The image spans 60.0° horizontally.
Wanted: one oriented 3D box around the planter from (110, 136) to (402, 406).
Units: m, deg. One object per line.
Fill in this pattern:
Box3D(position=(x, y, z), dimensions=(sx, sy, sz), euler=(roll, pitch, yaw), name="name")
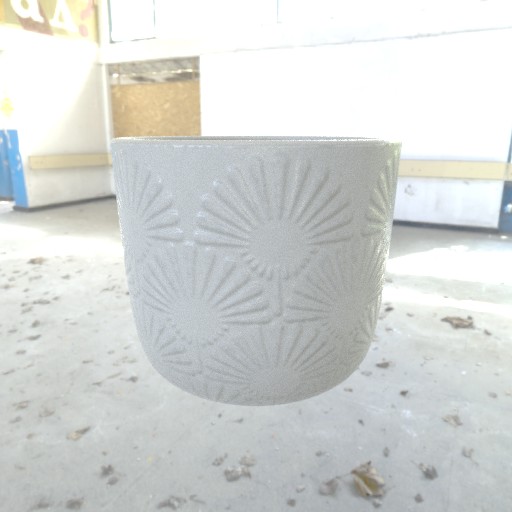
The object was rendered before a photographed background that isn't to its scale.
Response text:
Box3D(position=(0.000, 0.000, 0.211), dimensions=(0.124, 0.109, 0.124), euler=(0, 16, 0), name="planter")
